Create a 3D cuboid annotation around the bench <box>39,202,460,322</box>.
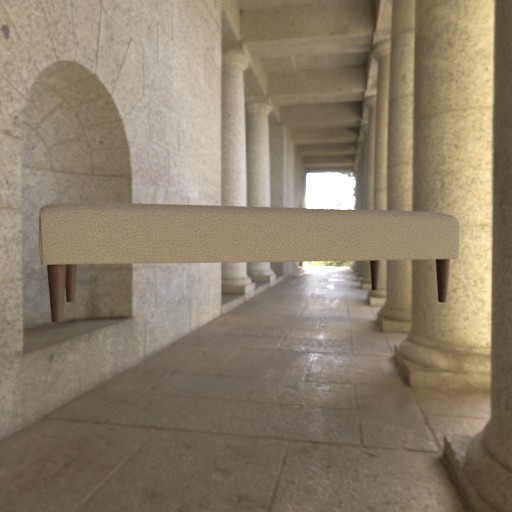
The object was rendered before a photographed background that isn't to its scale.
[{"bbox_3d":[0.000,0.000,1.896,1.609,0.393,0.646,-1,2,-18],"label":"bench"}]
